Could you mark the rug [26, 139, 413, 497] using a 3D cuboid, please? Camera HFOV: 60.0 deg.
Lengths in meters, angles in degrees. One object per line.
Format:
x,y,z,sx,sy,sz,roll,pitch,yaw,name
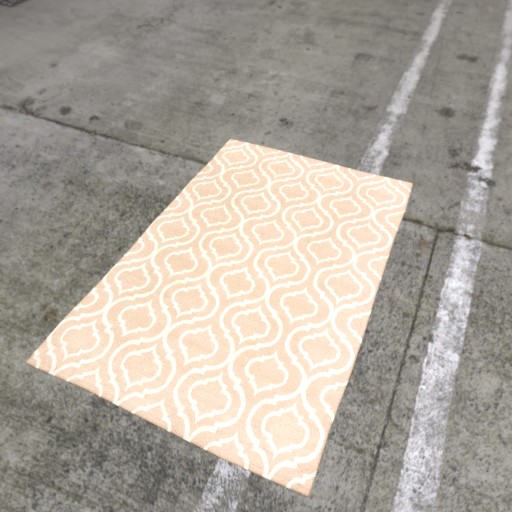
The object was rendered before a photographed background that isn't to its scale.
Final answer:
0.000,0.000,2.077,1.152,0.013,1.761,18,49,17,rug
